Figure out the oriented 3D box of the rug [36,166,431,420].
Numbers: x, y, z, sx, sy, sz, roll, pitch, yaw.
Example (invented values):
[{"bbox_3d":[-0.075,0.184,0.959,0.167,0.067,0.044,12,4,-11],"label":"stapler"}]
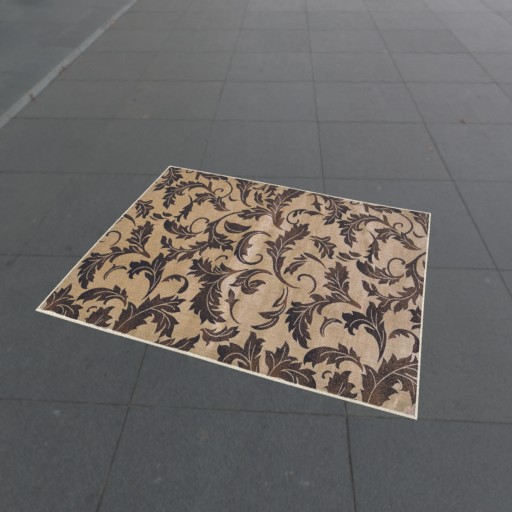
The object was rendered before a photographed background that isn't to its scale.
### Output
[{"bbox_3d":[0.000,0.000,4.045,2.977,0.008,2.380,13,43,14],"label":"rug"}]
